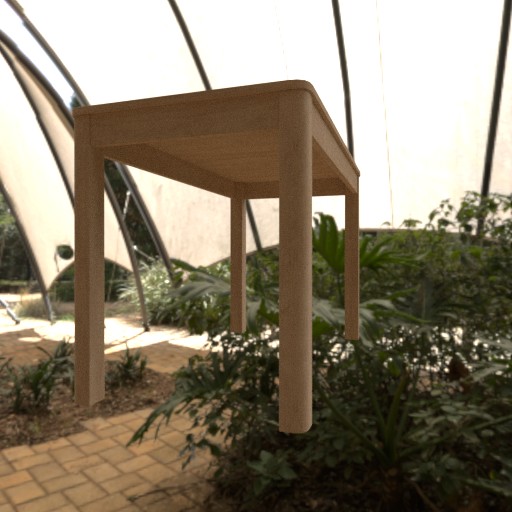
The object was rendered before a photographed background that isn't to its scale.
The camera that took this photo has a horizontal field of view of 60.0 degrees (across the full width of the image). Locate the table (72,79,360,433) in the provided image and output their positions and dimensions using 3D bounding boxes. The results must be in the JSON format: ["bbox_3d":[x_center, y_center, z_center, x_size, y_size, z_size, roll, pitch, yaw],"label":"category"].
[{"bbox_3d":[0.000,0.000,1.891,0.750,0.900,1.400,0,0,19],"label":"table"}]
